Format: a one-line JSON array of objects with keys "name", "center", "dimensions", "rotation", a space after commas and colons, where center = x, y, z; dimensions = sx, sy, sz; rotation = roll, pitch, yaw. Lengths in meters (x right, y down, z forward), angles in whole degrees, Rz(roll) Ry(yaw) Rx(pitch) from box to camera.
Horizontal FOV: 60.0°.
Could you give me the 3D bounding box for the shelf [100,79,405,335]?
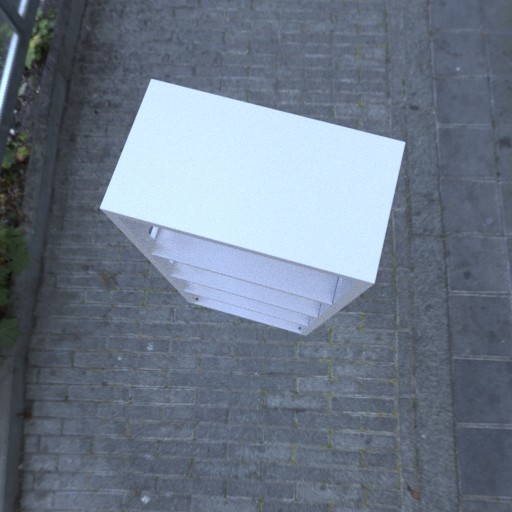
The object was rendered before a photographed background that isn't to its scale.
[{"name": "shelf", "center": [0.000, 0.000, 1.665], "dimensions": [0.611, 1.411, 0.340], "rotation": [15, 76, 4]}]
